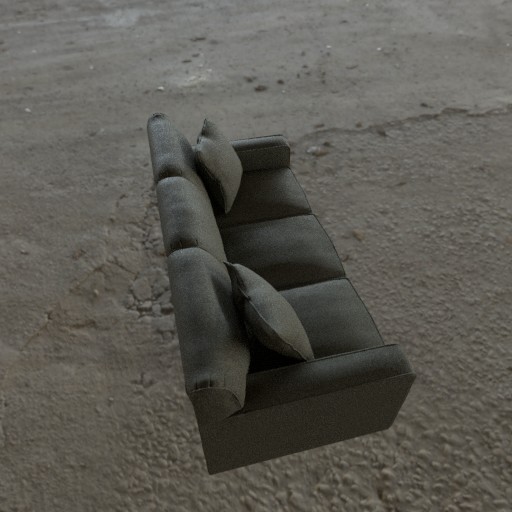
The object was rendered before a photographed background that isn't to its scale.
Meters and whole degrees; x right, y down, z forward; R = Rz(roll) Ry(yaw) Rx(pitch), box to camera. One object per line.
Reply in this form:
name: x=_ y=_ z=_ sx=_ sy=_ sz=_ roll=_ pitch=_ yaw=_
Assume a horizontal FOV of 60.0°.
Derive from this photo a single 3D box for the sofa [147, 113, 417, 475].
sofa: x=0.000 y=0.000 z=2.595 sx=0.997 sy=0.958 sz=2.024 roll=-10 pitch=46 yaw=-10
